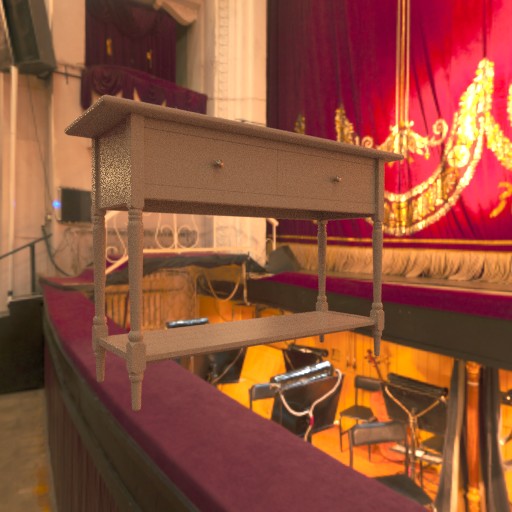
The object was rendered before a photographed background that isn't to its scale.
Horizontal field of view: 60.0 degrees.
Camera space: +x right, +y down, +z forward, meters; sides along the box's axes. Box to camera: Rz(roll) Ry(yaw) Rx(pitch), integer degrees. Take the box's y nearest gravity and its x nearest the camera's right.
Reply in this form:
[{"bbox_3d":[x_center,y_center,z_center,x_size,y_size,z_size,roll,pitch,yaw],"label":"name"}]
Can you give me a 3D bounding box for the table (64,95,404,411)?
[{"bbox_3d":[0.000,0.000,1.586,1.197,0.808,0.384,-1,1,-36],"label":"table"}]
